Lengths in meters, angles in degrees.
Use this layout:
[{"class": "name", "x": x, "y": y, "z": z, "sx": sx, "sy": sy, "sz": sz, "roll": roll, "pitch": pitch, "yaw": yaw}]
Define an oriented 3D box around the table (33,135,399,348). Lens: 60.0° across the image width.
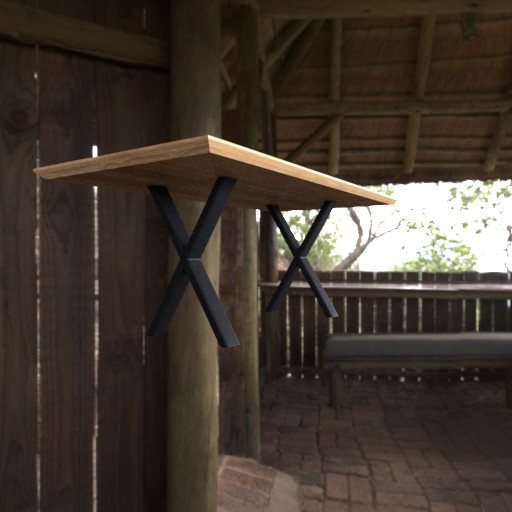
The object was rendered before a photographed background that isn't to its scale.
[{"class": "table", "x": 0.000, "y": 0.000, "z": 2.488, "sx": 1.000, "sy": 0.770, "sz": 2.000, "roll": 0, "pitch": 1, "yaw": 34}]
